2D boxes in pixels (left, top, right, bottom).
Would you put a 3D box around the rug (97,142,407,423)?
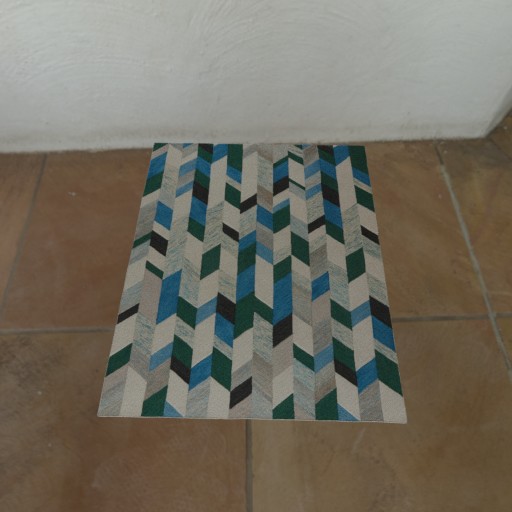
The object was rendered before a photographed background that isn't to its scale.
[{"bbox_3d":[0.000,0.000,4.282,2.440,0.008,3.036,1,58,1],"label":"rug"}]
